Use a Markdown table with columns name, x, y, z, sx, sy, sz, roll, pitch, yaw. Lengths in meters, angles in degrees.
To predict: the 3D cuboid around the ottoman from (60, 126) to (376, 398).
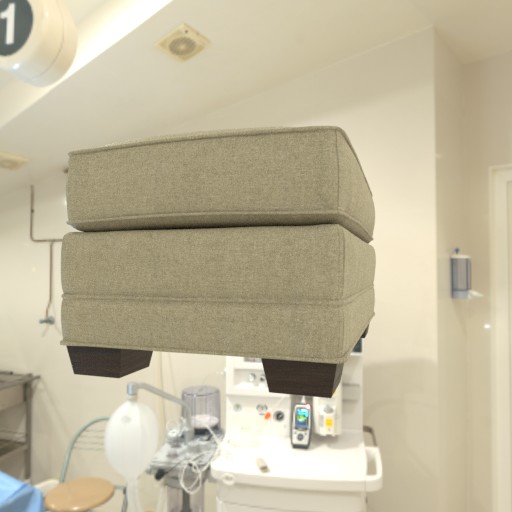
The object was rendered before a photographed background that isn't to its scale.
| name | x | y | z | sx | sy | sz | roll | pitch | yaw |
| --- | --- | --- | --- | --- | --- | --- | --- | --- | --- |
| ottoman | 0.000 | 0.000 | 1.215 | 0.611 | 0.508 | 0.848 | 0 | -2 | 18 |
